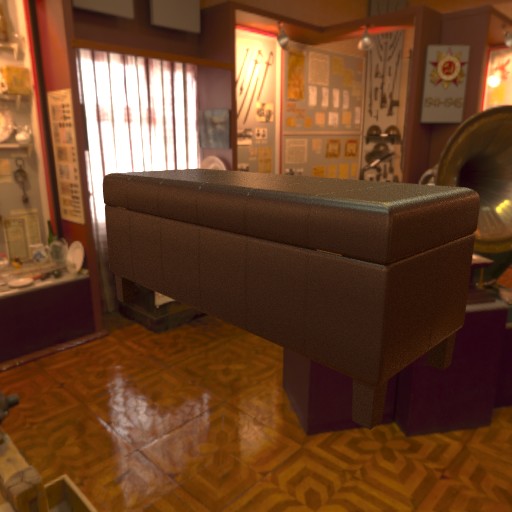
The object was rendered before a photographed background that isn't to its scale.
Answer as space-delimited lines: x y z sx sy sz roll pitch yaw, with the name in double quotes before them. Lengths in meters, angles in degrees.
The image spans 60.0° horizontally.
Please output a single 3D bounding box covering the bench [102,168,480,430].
"bench" 0.000 0.000 1.328 0.429 0.457 1.092 -14 20 -43
